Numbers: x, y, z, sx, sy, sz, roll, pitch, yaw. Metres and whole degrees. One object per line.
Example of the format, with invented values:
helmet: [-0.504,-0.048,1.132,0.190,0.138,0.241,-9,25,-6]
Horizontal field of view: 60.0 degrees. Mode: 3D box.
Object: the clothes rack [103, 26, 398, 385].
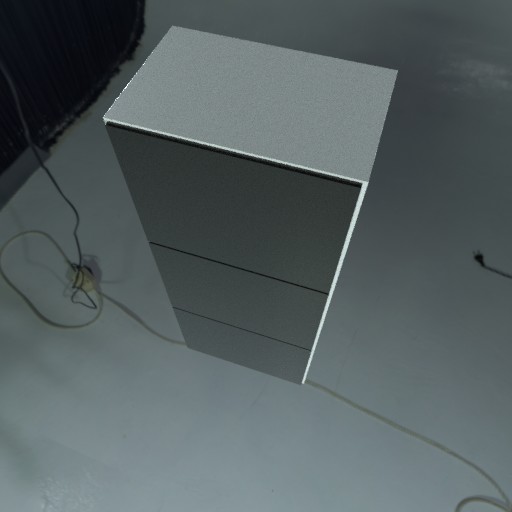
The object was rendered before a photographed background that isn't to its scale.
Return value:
clothes rack: [0.000,0.000,1.366,0.500,1.187,0.330,16,59,10]
